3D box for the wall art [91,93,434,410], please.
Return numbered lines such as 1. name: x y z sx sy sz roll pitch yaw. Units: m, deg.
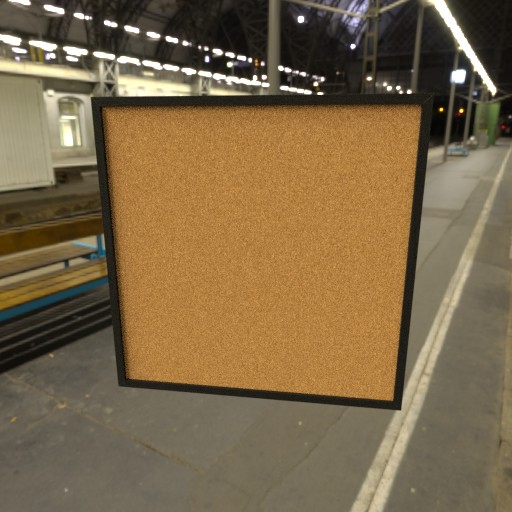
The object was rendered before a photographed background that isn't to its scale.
1. wall art: 0.000 0.000 0.450 0.305 0.305 0.037 2 16 8
